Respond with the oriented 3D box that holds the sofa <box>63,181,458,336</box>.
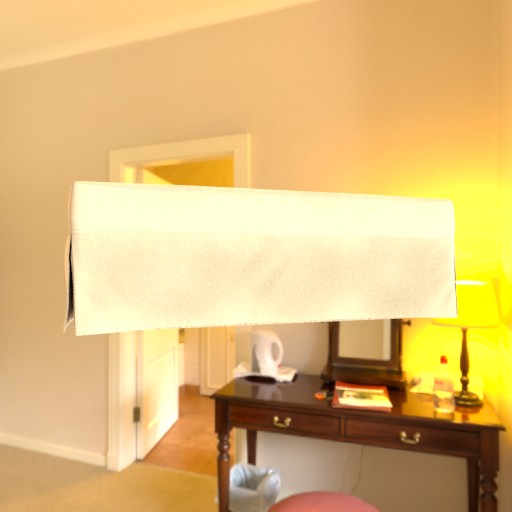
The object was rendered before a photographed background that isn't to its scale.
[{"bbox_3d":[0.000,0.000,2.176,1.677,0.552,0.939,0,0,-17],"label":"sofa"}]
